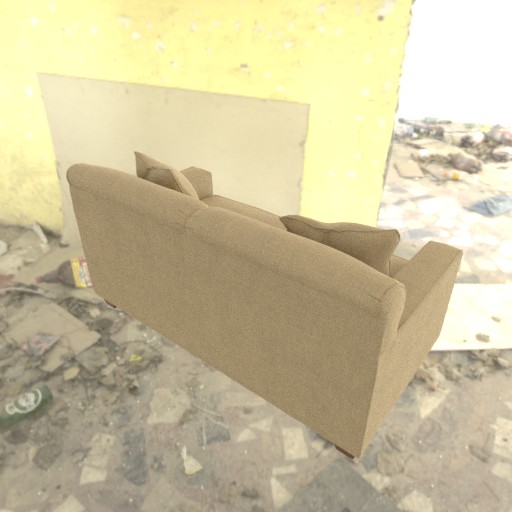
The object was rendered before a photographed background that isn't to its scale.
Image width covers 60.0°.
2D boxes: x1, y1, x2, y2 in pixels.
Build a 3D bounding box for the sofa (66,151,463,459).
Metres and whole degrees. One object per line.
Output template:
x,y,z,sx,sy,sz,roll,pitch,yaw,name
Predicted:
0.000,0.000,2.396,1.846,0.958,0.998,23,38,32,sofa
